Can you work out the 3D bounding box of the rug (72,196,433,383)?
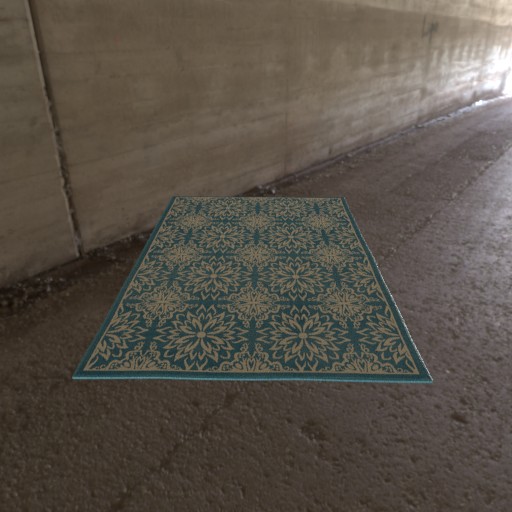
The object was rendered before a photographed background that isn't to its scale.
[{"bbox_3d":[0.000,0.000,2.299,1.211,0.012,1.833,0,27,1],"label":"rug"}]
